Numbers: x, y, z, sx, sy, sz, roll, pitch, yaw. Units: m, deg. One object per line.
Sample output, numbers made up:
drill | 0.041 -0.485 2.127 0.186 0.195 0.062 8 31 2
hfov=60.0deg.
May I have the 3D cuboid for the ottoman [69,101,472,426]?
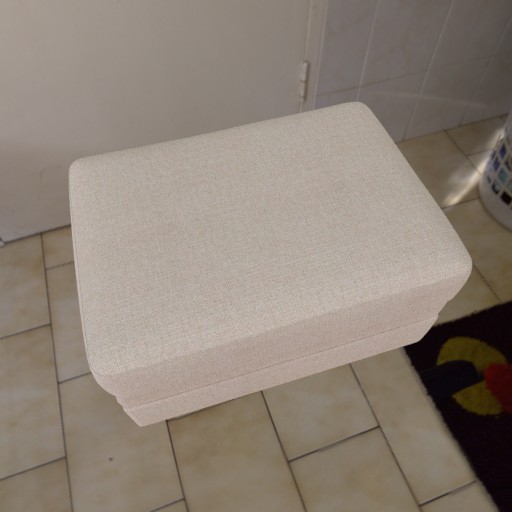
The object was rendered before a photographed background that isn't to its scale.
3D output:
ottoman | 0.000 0.000 1.237 0.885 0.478 0.637 -14 58 -9
